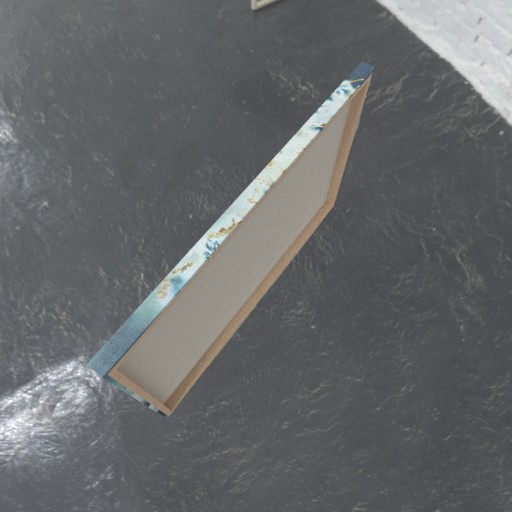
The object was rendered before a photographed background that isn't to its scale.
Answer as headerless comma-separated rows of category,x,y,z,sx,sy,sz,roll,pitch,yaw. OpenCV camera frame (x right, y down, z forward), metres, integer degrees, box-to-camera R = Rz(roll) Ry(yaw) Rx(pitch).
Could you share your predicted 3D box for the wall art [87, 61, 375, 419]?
wall art,0.000,0.000,1.180,0.038,0.608,0.912,34,68,15
